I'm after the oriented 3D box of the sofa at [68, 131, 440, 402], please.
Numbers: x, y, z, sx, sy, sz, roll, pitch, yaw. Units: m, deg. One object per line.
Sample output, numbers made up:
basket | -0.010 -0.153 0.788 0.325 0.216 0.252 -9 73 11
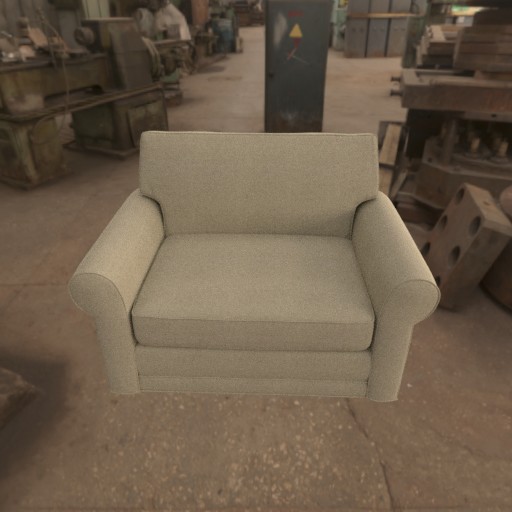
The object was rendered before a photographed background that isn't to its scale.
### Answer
sofa | 0.000 0.000 2.092 1.405 0.991 0.936 1 31 2
